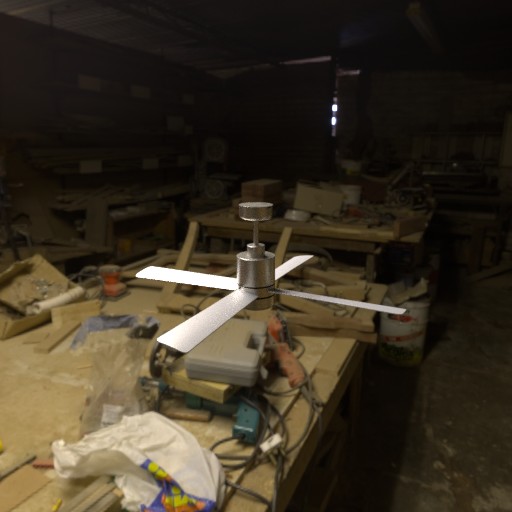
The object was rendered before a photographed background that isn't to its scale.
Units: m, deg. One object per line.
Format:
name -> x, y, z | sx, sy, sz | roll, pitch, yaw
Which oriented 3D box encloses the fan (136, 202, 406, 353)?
fan -> 0.000, 0.000, 2.317 | 1.525, 0.539, 1.525 | 7, 16, 25
